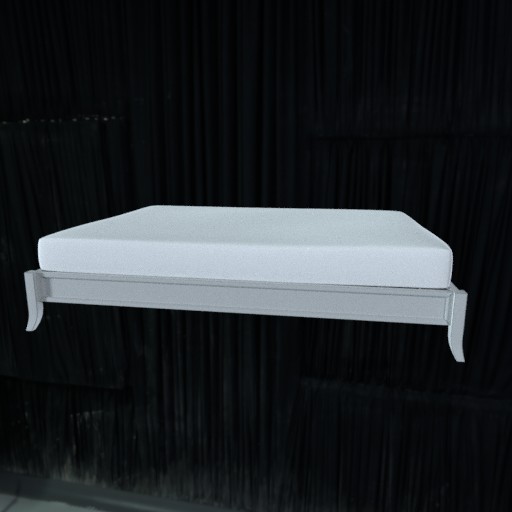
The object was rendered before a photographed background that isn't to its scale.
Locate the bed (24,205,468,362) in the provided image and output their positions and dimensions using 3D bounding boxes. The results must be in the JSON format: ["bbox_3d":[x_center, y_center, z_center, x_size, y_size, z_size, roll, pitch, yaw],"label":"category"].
[{"bbox_3d":[0.000,0.000,2.807,2.108,0.510,1.604,2,13,9],"label":"bed"}]
